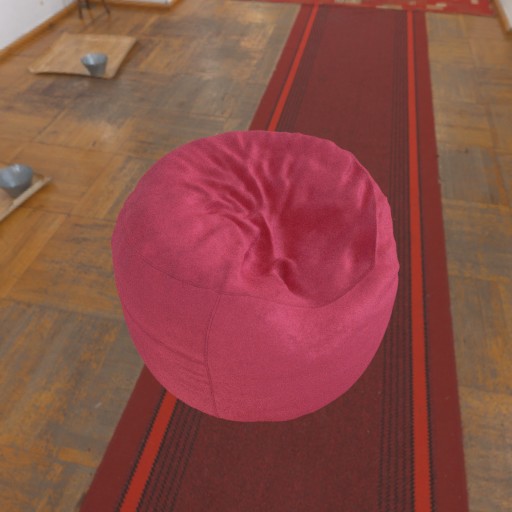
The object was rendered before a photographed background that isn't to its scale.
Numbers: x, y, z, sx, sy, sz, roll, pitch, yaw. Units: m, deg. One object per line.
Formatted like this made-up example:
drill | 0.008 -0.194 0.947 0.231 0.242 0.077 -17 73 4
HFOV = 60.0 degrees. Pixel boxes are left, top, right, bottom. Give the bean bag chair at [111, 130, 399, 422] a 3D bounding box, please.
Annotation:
bean bag chair | 0.000 0.000 1.944 1.218 0.788 1.218 0 46 0
